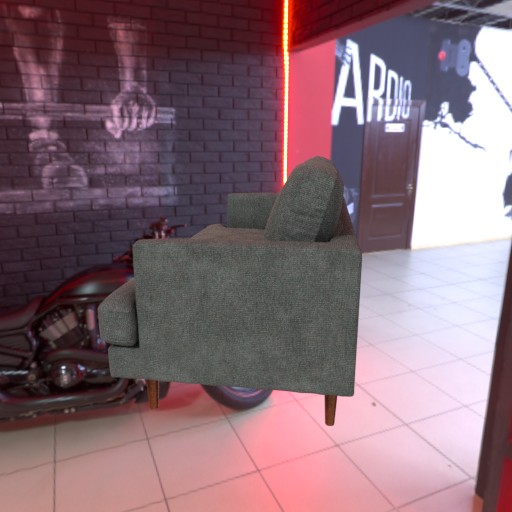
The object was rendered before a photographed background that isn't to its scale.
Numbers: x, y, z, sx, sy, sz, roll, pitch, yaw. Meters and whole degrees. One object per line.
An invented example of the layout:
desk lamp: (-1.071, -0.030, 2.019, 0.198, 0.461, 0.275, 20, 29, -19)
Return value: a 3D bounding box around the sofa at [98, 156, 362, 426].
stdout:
sofa: (0.000, 0.000, 2.209, 0.903, 0.956, 1.582, 2, 14, 9)
